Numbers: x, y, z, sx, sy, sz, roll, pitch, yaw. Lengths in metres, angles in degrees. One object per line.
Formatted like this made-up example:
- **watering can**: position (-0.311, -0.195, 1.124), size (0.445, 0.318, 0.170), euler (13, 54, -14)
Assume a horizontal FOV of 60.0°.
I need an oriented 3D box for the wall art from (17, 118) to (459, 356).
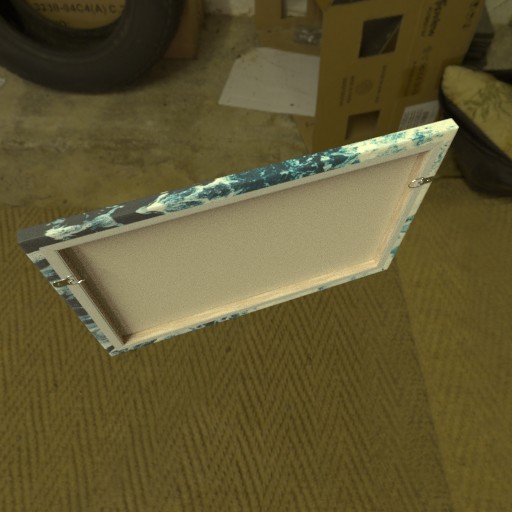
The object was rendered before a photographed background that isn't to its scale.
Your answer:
- **wall art**: position (0.000, 0.000, 1.895), size (1.524, 1.017, 0.055), euler (-16, 60, -10)
